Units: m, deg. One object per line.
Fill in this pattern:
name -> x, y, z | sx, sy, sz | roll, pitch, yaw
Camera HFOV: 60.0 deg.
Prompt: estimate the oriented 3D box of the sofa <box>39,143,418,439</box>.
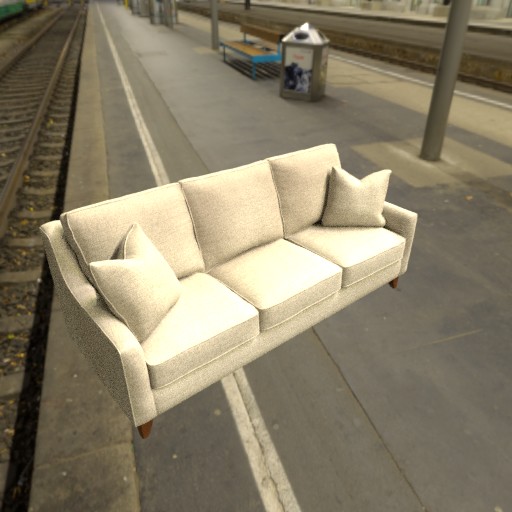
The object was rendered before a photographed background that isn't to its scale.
sofa -> 0.000, 0.000, 2.575 | 2.031, 0.914, 0.865 | -23, 38, -33
